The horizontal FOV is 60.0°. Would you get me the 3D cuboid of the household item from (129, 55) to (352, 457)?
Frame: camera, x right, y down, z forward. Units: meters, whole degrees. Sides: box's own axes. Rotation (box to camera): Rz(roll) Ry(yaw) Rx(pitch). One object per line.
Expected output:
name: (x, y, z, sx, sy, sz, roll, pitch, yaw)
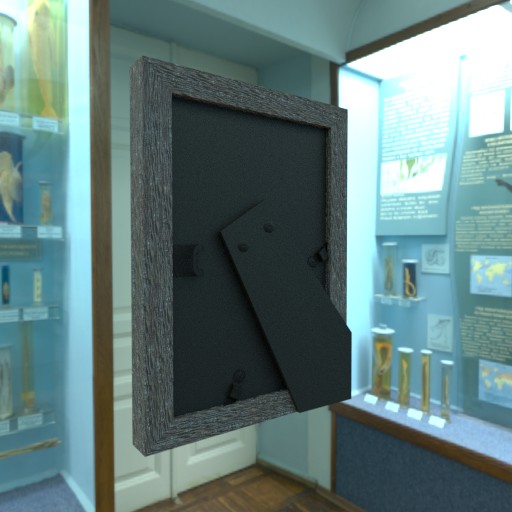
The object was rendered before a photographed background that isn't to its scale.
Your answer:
household item: (0.000, 0.000, 0.242, 0.133, 0.180, 0.020, -1, 2, -36)
